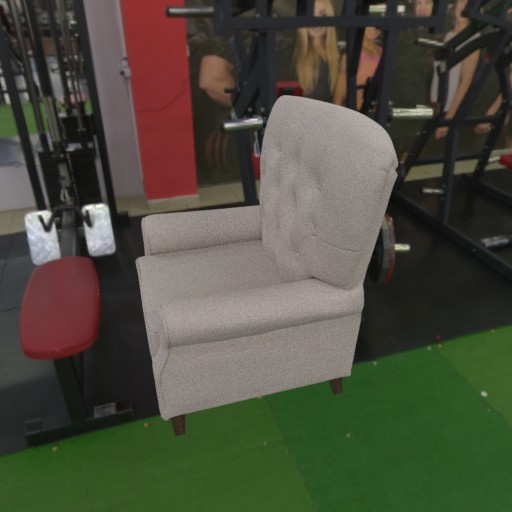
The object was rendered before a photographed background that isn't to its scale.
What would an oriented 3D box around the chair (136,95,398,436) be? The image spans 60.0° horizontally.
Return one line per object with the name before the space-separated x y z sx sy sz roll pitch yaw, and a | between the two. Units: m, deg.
chair | 0.000 0.000 1.945 1.025 1.209 0.942 -9 32 -14
